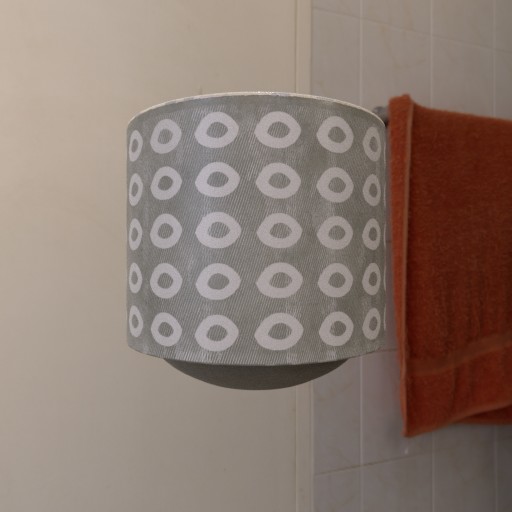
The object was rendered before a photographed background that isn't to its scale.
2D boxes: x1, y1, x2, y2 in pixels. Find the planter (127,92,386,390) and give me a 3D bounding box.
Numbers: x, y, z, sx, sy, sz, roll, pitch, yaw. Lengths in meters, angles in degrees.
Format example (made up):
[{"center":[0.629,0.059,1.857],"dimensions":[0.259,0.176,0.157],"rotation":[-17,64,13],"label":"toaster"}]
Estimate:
[{"center":[0.000,0.000,0.339],"dimensions":[0.190,0.181,0.190],"rotation":[0,0,0],"label":"planter"}]
